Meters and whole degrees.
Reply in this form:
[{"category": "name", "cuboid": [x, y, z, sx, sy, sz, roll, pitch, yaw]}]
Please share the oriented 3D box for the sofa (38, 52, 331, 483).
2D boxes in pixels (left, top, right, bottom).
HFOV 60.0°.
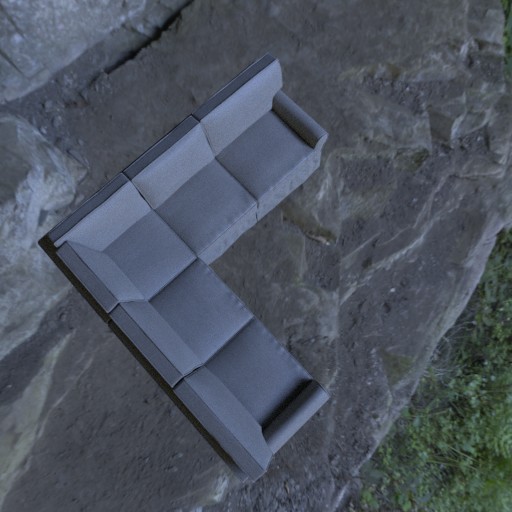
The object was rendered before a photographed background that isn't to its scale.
[{"category": "sofa", "cuboid": [0.000, 0.000, 3.998, 2.623, 1.081, 2.618, -43, 80, -9]}]
